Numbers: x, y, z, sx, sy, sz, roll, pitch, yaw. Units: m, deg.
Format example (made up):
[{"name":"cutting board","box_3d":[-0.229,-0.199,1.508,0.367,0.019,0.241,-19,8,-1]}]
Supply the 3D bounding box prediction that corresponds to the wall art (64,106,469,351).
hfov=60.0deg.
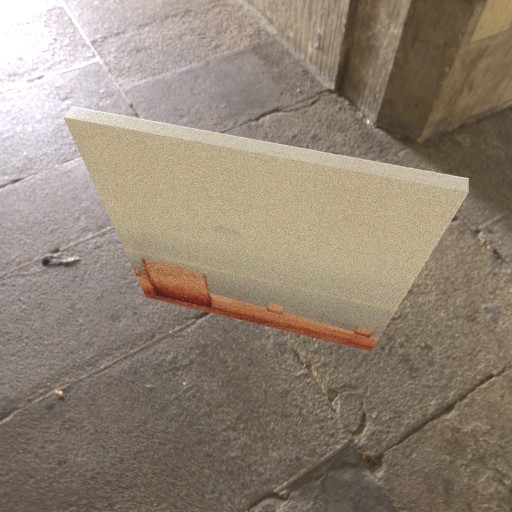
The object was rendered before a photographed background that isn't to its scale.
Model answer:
[{"name":"wall art","box_3d":[0.000,0.000,1.138,0.760,0.760,0.042,12,58,8]}]
